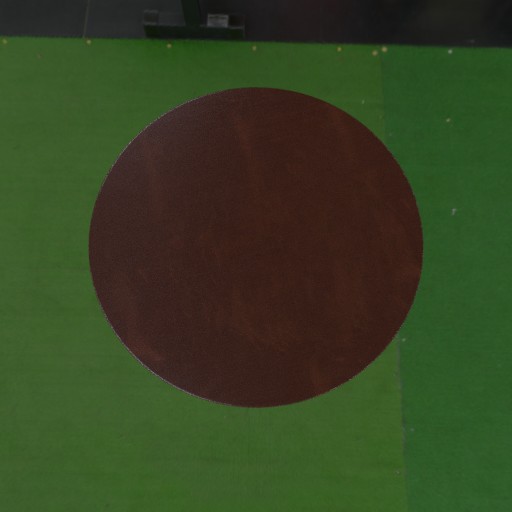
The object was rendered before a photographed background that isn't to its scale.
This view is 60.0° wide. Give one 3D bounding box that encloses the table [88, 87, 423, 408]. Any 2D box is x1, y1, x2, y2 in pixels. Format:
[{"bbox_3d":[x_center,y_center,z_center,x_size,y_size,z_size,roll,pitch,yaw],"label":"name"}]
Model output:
[{"bbox_3d":[0.000,0.000,1.455,0.911,0.512,0.911,0,75,0],"label":"table"}]
